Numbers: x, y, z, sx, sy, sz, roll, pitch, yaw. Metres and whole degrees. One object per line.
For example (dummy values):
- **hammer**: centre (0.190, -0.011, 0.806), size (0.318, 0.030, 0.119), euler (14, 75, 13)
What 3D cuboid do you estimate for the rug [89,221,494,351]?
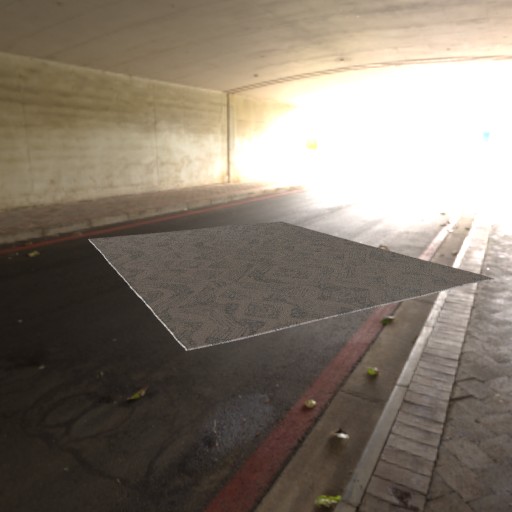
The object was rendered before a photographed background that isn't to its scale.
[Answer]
- **rug**: centre (0.000, 0.000, 4.012), size (2.430, 0.030, 3.054), euler (-7, 16, -28)
